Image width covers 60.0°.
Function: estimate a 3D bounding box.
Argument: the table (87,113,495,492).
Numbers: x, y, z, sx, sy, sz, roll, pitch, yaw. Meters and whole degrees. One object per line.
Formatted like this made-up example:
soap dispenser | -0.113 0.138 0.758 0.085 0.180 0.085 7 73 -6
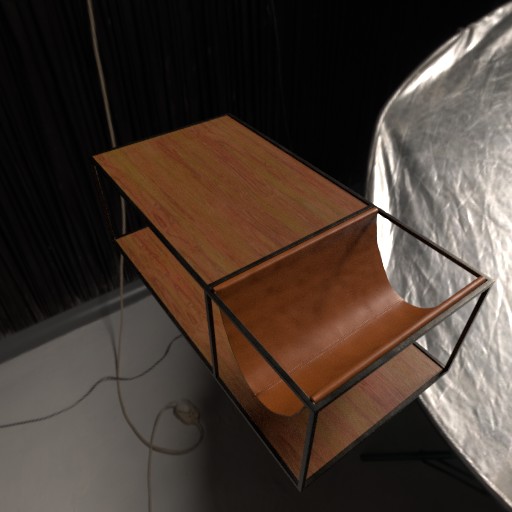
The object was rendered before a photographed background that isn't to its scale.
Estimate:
table | 0.000 0.000 1.462 0.597 0.403 1.199 -26 48 -26
